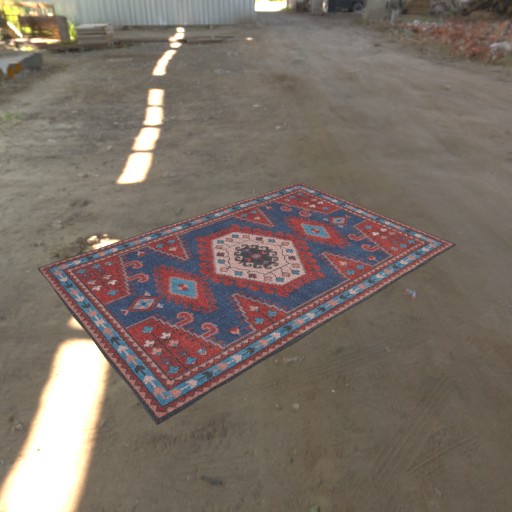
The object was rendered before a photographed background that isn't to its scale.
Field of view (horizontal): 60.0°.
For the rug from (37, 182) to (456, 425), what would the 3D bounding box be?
[{"bbox_3d":[0.000,0.000,2.292,1.820,0.012,1.207,-23,38,-33],"label":"rug"}]
